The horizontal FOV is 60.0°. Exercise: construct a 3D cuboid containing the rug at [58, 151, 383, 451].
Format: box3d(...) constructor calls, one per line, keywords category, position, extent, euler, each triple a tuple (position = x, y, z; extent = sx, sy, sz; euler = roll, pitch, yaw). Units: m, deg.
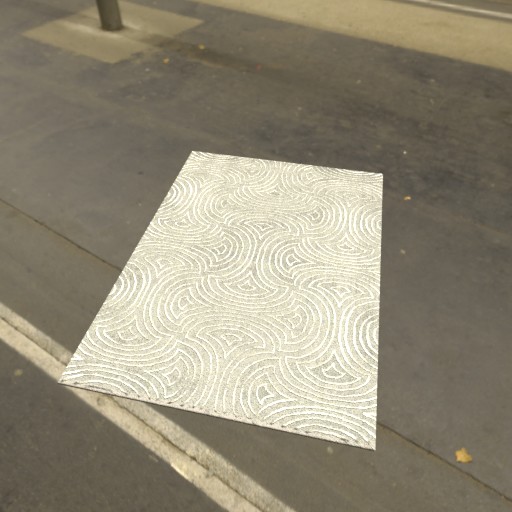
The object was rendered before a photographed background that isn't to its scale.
box3d(category="rug", position=(0.000, 0.000, 2.807), extent=(1.543, 0.015, 2.144), euler=(9, 46, 9))
